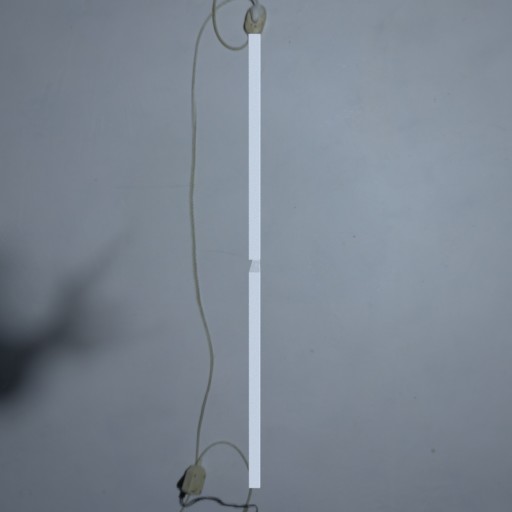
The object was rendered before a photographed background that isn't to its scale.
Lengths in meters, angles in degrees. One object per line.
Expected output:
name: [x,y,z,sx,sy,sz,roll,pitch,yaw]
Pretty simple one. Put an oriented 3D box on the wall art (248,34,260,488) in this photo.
wall art: [0.000,0.000,1.649,0.029,1.118,1.118,0,93,0]
